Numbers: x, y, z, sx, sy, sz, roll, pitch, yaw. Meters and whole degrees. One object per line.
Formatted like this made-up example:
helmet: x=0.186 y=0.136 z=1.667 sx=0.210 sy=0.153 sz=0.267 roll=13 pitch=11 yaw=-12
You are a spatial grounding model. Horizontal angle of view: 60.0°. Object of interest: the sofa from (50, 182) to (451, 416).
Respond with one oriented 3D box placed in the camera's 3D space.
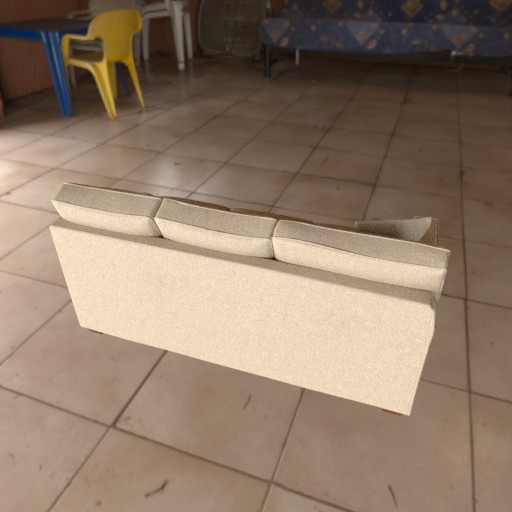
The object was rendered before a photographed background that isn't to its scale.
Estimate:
sofa: x=0.000 y=0.000 z=2.598 sx=1.962 sy=0.946 sz=1.034 roll=11 pitch=35 yaw=16
